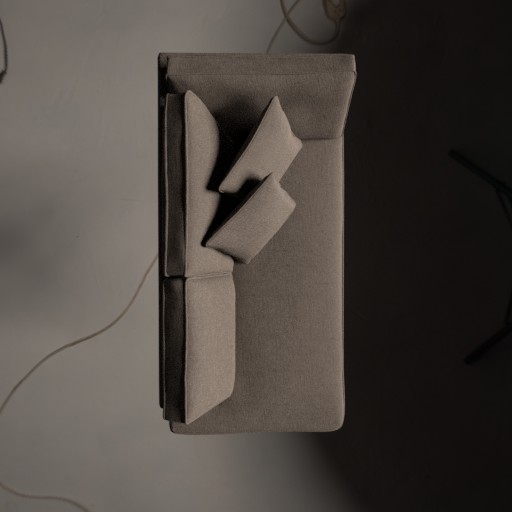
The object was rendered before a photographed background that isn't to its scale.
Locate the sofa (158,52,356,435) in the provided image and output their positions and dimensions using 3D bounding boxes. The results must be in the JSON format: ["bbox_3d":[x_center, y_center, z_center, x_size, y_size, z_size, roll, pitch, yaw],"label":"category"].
[{"bbox_3d":[0.000,0.000,2.739,1.110,1.033,2.237,0,91,0],"label":"sofa"}]
